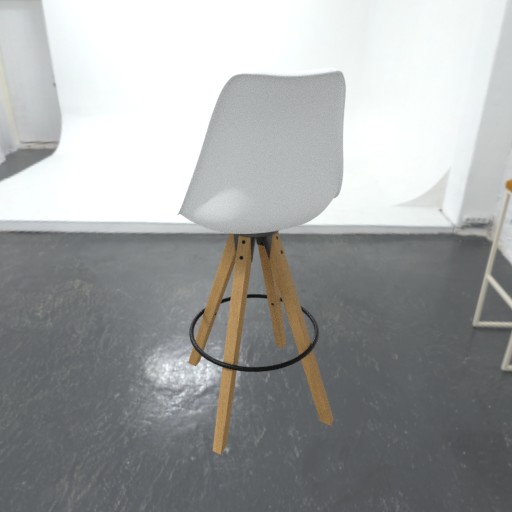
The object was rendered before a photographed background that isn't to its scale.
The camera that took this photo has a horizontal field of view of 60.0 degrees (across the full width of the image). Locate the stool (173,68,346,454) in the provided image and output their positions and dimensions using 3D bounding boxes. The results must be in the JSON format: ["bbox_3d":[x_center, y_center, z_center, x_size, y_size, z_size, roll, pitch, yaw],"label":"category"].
[{"bbox_3d":[0.000,0.000,1.399,0.482,1.115,0.549,-8,27,-16],"label":"stool"}]
